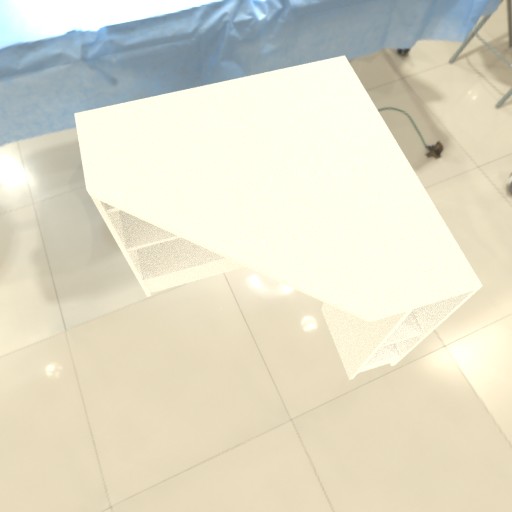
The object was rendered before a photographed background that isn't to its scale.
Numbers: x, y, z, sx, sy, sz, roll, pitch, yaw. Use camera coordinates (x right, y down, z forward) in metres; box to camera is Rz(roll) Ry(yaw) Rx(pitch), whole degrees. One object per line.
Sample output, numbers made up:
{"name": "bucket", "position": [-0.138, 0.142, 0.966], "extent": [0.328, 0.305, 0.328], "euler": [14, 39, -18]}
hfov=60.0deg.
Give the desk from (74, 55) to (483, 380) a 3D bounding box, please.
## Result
{"name": "desk", "position": [0.000, 0.000, 1.648], "extent": [0.940, 0.818, 0.926], "euler": [-15, 63, -8]}
